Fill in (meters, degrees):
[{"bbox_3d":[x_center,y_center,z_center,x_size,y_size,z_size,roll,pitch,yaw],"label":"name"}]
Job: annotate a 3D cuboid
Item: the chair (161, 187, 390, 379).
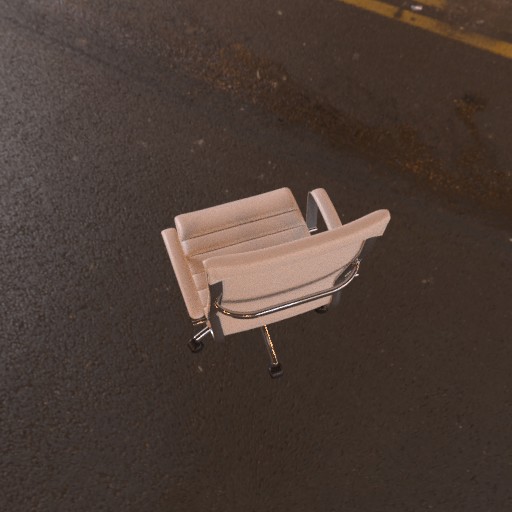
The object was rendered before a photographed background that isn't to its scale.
[{"bbox_3d":[0.000,0.000,1.592,0.679,1.149,0.679,-16,61,-9],"label":"chair"}]
